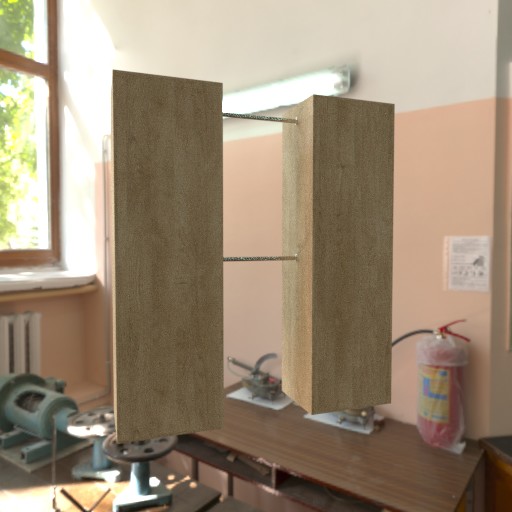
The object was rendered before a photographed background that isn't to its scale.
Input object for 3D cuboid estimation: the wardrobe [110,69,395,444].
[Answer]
[{"bbox_3d":[0.000,0.000,2.888,1.770,2.000,0.480,-1,2,-20],"label":"wardrobe"}]
